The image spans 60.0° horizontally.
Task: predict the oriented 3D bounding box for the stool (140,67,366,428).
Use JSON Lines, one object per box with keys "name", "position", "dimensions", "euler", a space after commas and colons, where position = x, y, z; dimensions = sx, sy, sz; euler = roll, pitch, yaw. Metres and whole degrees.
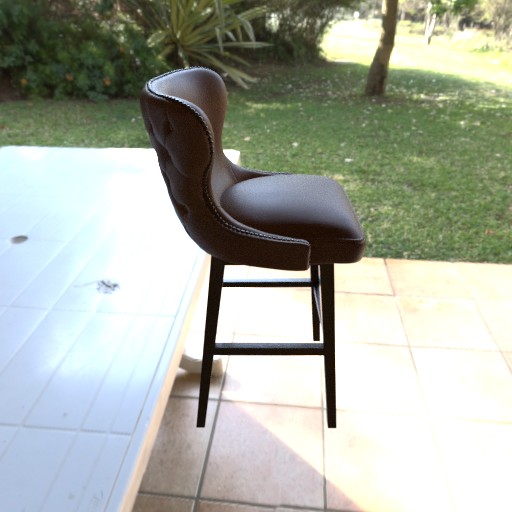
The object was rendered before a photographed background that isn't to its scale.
{"name": "stool", "position": [0.000, 0.000, 1.448], "dimensions": [0.606, 1.087, 0.591], "euler": [0, 30, 0]}
